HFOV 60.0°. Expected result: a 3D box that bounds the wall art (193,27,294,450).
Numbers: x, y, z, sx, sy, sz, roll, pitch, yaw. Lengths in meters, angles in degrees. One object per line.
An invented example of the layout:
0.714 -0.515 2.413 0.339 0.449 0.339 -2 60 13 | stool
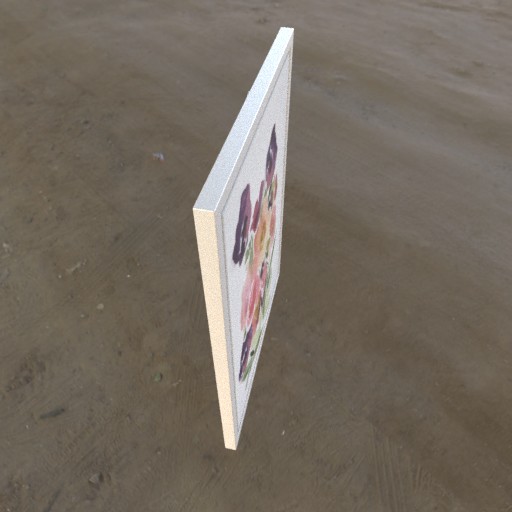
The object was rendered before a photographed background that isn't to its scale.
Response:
0.000 0.000 1.373 0.042 1.056 0.805 9 47 9 | wall art
